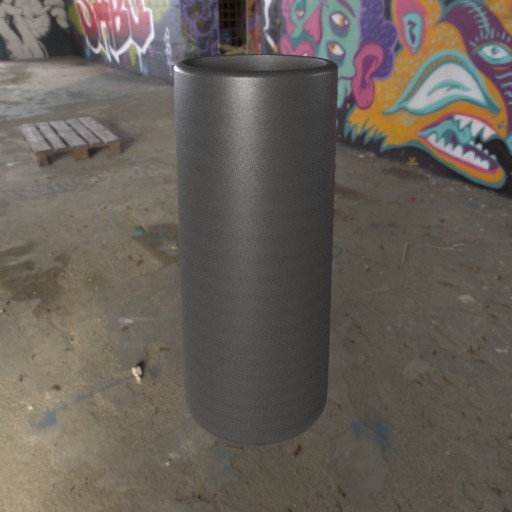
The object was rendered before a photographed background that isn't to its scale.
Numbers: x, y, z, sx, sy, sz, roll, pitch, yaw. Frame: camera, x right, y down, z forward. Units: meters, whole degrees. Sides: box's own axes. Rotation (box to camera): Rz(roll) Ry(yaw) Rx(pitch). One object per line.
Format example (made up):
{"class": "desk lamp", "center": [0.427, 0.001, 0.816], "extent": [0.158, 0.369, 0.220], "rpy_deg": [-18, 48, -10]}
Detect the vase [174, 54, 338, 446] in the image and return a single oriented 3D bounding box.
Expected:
{"class": "vase", "center": [0.000, 0.000, 0.358], "extent": [0.136, 0.289, 0.136], "rpy_deg": [-8, 30, -14]}
